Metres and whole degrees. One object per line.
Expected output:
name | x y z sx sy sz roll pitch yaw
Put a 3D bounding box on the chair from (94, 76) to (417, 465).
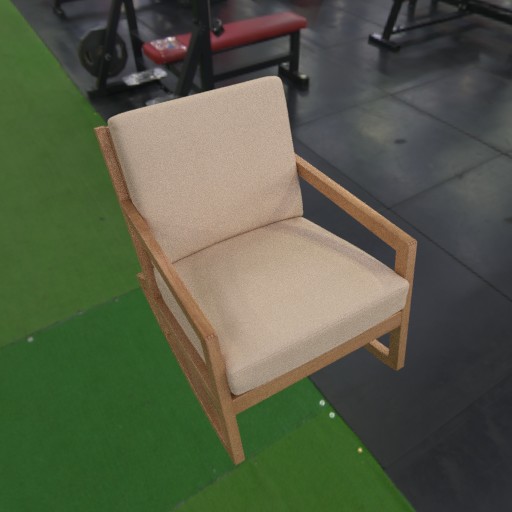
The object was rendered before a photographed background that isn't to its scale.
chair | 0.000 0.000 1.390 0.622 0.790 0.857 -22 50 -20
